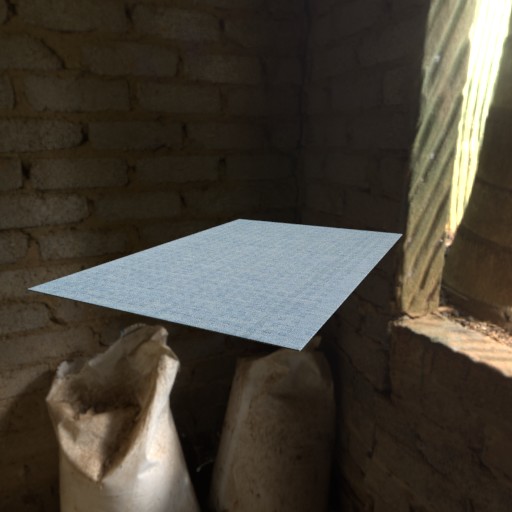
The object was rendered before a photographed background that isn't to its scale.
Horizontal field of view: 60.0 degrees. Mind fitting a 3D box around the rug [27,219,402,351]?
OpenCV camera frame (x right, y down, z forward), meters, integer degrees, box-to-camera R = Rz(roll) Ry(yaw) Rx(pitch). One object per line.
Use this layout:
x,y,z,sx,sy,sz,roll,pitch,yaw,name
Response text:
0.000,0.000,2.969,1.522,0.006,2.286,7,17,26,rug
